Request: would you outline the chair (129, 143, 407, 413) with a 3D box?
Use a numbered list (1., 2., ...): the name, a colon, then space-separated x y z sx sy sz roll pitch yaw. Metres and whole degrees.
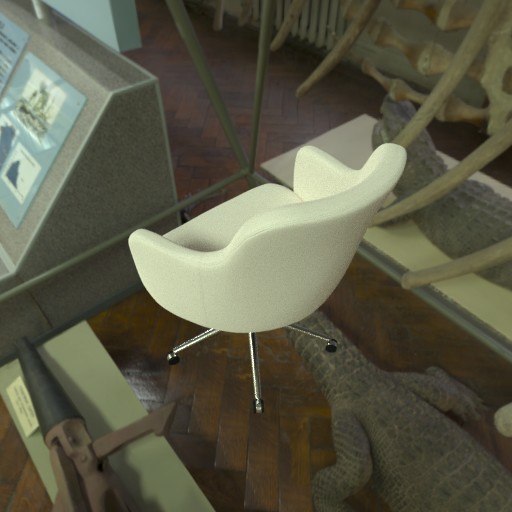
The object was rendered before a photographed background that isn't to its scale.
1. chair: 0.000 0.000 1.237 0.602 0.819 0.647 -31 54 -27
